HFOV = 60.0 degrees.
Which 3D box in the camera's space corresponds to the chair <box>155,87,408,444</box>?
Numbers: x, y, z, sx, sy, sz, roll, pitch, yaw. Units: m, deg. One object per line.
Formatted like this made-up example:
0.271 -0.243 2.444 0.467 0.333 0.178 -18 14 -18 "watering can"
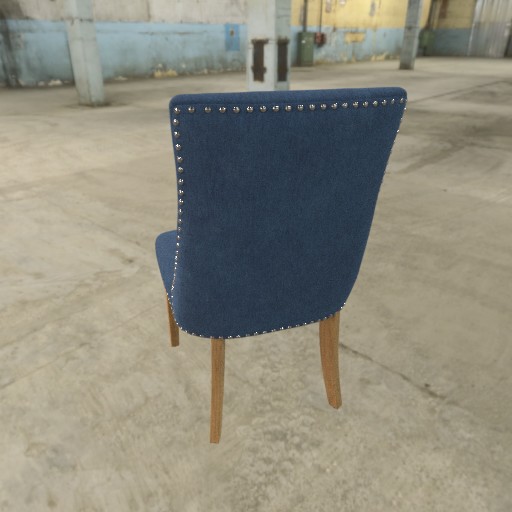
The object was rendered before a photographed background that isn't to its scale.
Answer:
0.000 0.000 1.216 0.495 0.902 0.610 -8 27 -17 "chair"
